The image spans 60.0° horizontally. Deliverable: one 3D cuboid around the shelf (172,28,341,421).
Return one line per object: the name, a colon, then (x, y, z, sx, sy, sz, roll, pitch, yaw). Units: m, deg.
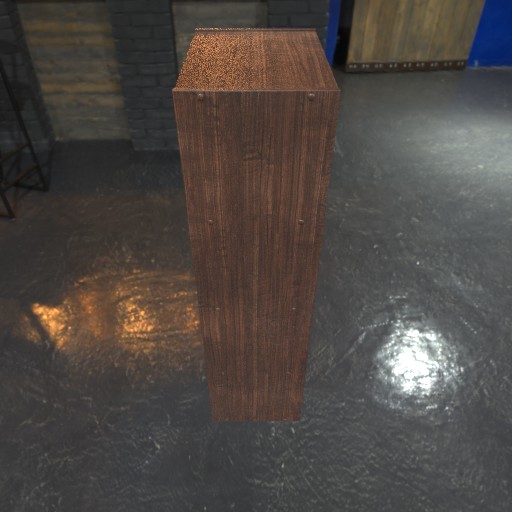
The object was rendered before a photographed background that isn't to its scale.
shelf: (0.000, 0.000, 1.274, 0.290, 1.099, 0.415, 0, 41, 0)
